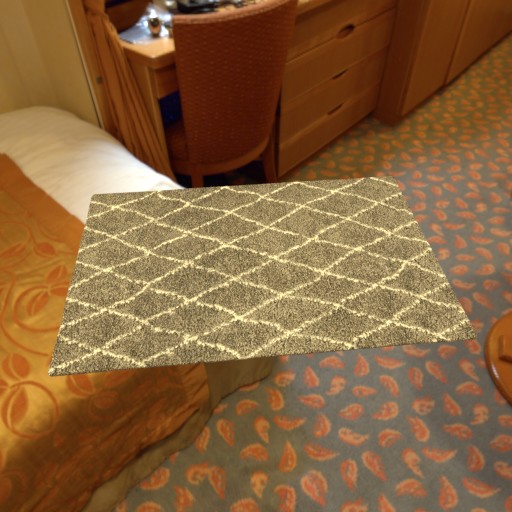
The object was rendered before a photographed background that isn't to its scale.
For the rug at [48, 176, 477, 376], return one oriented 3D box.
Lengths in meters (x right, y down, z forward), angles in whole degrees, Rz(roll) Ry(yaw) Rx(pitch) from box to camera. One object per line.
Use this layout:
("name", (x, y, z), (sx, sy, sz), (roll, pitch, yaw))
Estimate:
("rug", (0.000, 0.000, 3.416), (2.743, 0.030, 1.778), (-4, 46, -4))
